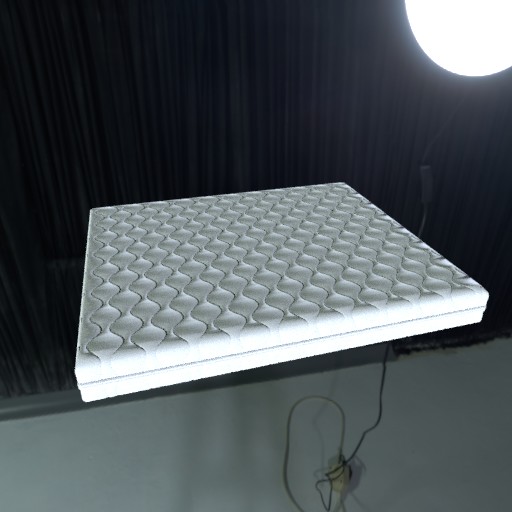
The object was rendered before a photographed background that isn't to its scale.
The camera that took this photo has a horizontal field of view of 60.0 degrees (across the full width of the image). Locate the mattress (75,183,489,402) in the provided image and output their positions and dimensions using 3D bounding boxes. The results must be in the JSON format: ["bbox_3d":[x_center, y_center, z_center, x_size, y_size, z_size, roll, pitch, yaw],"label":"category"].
[{"bbox_3d":[0.000,0.000,2.611,1.900,0.200,1.600,-8,30,-14],"label":"mattress"}]
